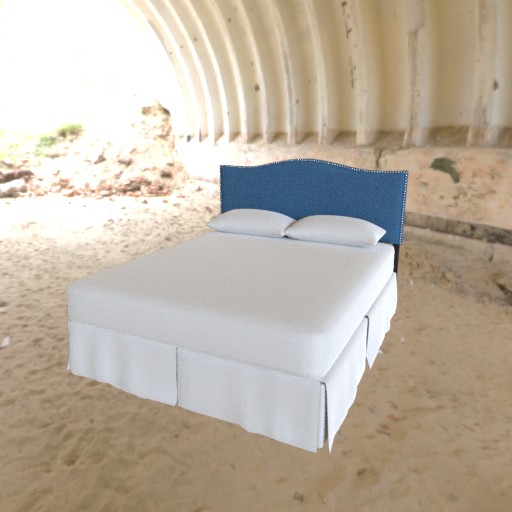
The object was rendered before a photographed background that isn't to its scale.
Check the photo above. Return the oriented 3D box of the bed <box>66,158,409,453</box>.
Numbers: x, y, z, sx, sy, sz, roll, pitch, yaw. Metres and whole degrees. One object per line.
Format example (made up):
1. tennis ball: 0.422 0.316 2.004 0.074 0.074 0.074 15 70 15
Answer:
1. bed: 0.000 0.000 2.900 1.610 1.169 1.872 7 17 25
